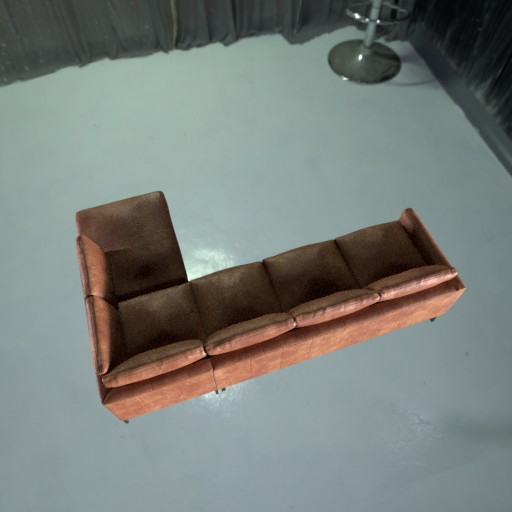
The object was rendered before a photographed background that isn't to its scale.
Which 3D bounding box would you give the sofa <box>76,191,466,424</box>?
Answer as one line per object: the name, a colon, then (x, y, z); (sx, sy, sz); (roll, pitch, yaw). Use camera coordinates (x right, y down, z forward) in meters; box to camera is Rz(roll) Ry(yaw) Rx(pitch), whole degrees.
sofa: (0.000, 0.000, 4.004); (2.984, 0.877, 1.938); (-16, 59, -10)
